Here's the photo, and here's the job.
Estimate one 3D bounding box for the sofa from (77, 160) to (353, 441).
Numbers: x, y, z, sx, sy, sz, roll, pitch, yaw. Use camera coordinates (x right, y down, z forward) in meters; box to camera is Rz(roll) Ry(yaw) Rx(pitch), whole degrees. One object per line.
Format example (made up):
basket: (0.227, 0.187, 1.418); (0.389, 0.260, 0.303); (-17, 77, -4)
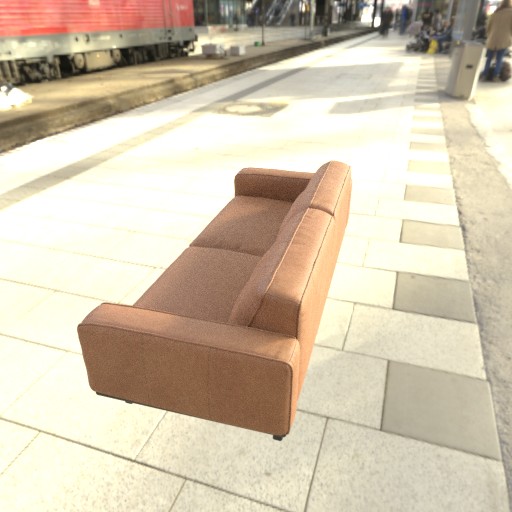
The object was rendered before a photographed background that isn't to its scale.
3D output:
sofa: (0.000, 0.000, 2.777); (0.953, 0.780, 2.270); (8, 30, 14)
